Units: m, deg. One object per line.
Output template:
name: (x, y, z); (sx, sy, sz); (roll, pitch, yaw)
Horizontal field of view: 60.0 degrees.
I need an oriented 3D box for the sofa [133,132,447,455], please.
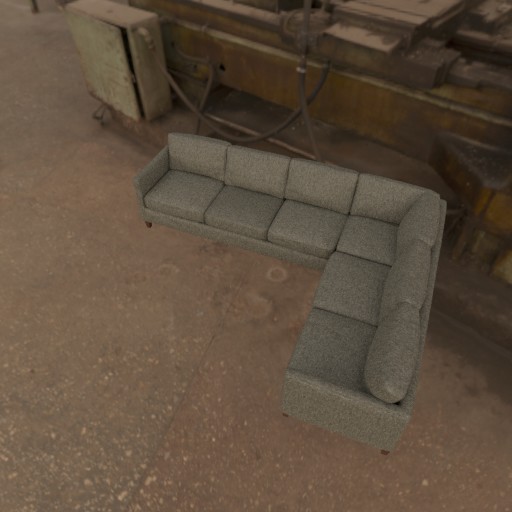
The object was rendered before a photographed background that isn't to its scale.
sofa: (0.000, 0.000, 4.397); (3.302, 0.947, 2.593); (16, 48, 15)
